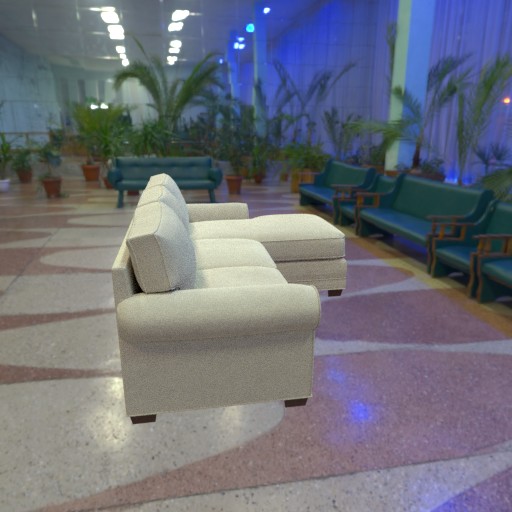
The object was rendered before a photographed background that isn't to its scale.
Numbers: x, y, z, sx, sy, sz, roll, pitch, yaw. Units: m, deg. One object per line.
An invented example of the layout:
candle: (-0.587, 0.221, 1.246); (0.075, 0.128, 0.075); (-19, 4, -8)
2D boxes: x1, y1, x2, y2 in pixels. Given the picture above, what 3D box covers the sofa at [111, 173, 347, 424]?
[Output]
sofa: (0.000, 0.000, 2.346); (1.226, 0.734, 1.770); (-3, 18, -9)
